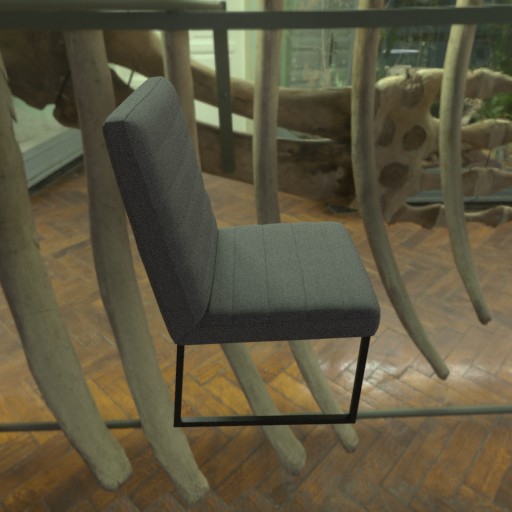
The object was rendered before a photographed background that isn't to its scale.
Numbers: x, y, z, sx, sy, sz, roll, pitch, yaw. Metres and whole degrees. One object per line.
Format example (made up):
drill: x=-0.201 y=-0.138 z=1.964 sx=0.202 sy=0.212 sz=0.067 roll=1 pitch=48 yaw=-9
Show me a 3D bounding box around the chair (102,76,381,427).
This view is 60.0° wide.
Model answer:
chair: x=0.000 y=0.000 z=1.307 sx=0.634 sy=0.930 sz=0.520 roll=-1 pitch=31 yaw=-1
